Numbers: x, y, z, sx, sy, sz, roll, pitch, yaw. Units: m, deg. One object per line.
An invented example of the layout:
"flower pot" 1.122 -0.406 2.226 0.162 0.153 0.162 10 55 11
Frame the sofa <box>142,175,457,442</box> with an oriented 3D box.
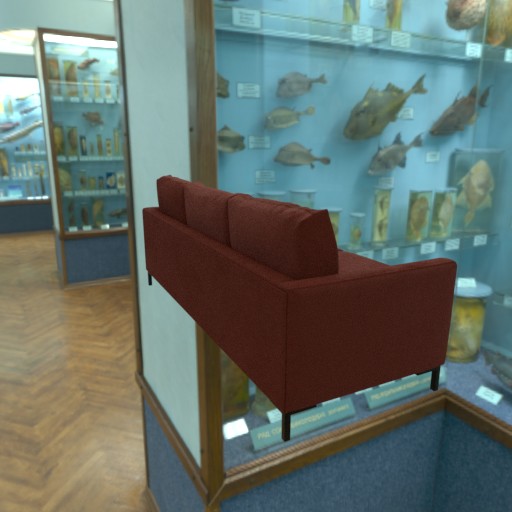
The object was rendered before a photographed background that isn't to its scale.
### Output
"sofa" 0.000 0.000 2.714 0.875 0.879 2.252 -7 16 -26
